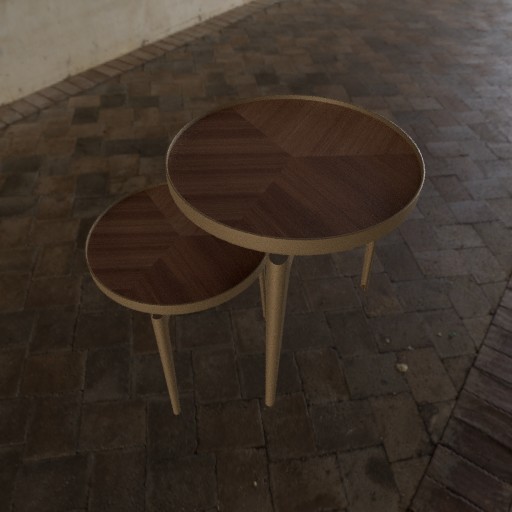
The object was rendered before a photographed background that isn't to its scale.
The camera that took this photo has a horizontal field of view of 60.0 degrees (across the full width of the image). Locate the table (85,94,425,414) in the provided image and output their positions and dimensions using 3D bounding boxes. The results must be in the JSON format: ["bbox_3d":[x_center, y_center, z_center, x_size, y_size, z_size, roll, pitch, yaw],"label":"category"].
[{"bbox_3d":[0.000,0.000,1.102,0.751,0.555,0.532,-16,48,-15],"label":"table"}]
